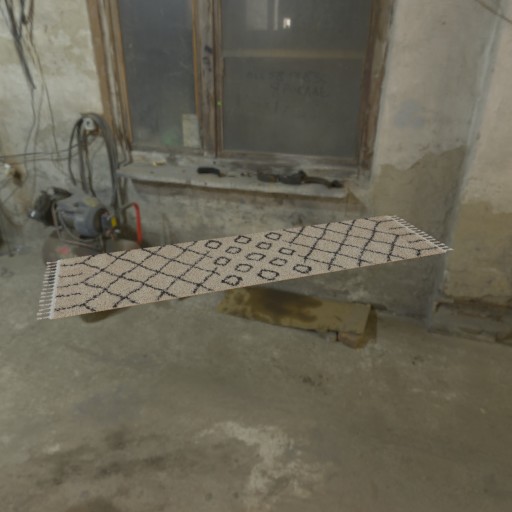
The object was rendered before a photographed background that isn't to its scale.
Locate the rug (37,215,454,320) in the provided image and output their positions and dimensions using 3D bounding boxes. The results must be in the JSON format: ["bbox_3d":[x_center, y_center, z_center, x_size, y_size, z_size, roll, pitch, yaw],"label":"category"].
[{"bbox_3d":[0.000,0.000,2.766,2.464,0.005,0.660,-9,28,-16],"label":"rug"}]
